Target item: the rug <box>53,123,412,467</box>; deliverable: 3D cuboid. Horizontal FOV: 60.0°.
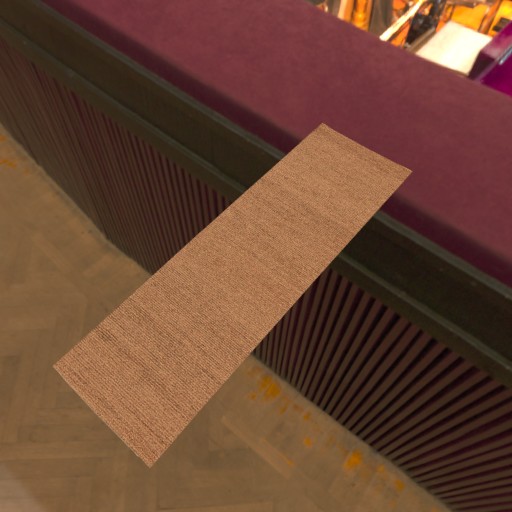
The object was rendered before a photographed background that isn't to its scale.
[{"bbox_3d":[0.000,0.000,2.638,0.741,0.014,2.390,36,65,20],"label":"rug"}]
